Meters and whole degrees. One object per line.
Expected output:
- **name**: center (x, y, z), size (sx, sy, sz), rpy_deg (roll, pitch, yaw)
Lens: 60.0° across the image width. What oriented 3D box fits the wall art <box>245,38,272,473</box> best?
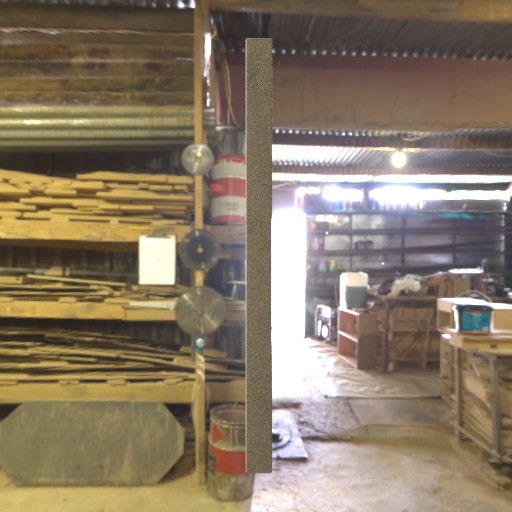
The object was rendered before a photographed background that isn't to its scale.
- **wall art**: center (0.000, 0.000, 0.918), size (0.044, 0.605, 0.605), rpy_deg (0, 0, 0)
